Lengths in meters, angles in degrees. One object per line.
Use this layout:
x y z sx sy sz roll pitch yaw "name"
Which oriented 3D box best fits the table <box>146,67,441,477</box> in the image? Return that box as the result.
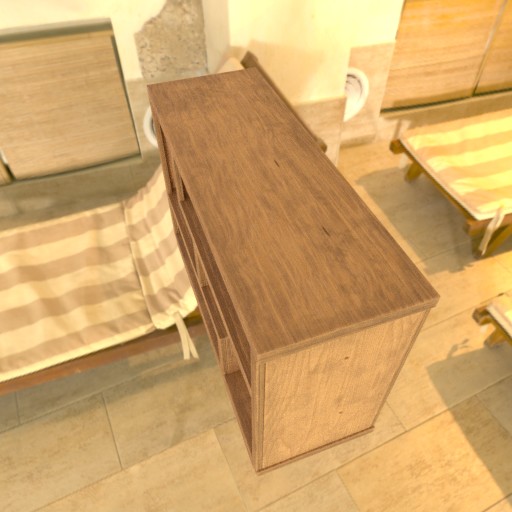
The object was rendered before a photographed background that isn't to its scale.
0.000 0.000 1.534 0.410 0.771 1.151 -15 49 -13 "table"
